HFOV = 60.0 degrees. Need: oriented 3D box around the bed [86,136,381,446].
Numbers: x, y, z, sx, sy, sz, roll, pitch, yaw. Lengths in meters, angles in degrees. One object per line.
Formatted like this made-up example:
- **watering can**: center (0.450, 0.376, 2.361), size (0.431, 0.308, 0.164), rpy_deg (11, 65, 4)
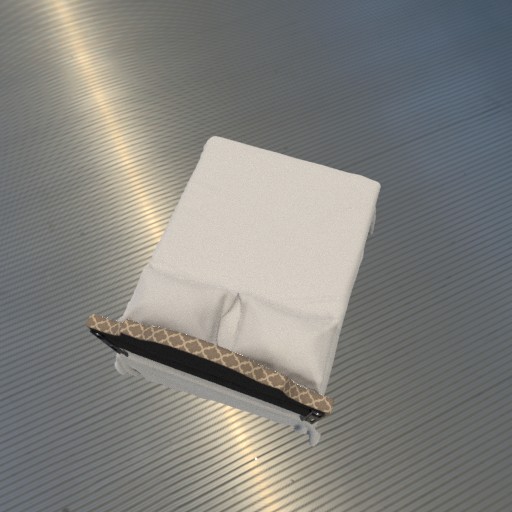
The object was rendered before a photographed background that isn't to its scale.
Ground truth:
- **bed**: center (0.000, 0.000, 3.406), size (1.780, 1.633, 2.222), rpy_deg (18, 67, 8)
